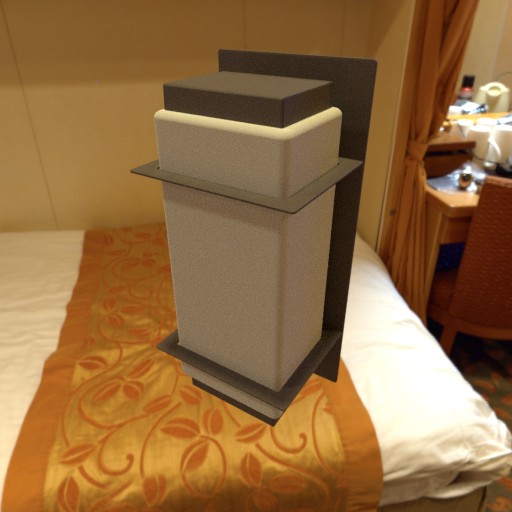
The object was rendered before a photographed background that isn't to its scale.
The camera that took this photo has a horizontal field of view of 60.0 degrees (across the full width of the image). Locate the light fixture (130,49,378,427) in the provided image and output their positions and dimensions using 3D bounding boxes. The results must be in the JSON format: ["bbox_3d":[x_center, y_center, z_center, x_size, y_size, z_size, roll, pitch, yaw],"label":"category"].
[{"bbox_3d":[0.000,0.000,0.426,0.153,0.347,0.146,18,35,28],"label":"light fixture"}]
